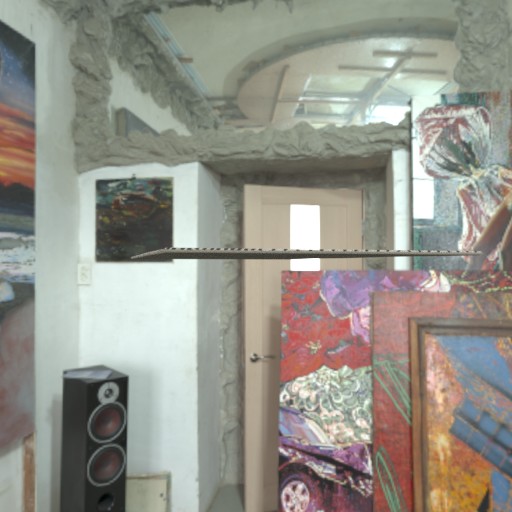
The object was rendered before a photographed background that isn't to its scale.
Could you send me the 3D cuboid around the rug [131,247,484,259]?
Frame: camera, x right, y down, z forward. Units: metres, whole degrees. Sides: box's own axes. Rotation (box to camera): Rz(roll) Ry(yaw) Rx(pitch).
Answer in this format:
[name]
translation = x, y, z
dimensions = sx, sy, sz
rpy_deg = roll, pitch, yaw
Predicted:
[rug]
translation = 0.000, 0.000, 3.043
dimensions = 1.539, 0.023, 2.406
rpy_deg = 0, -1, -19
